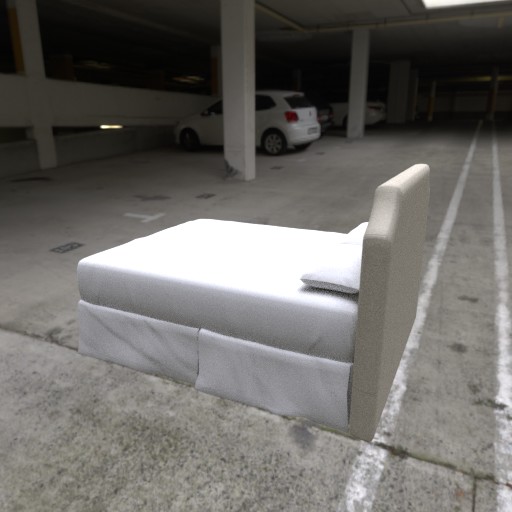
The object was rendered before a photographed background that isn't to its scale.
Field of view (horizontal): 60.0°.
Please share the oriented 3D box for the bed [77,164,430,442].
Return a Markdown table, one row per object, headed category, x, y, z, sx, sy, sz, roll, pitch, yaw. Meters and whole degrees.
| category | x | y | z | sx | sy | sz | roll | pitch | yaw |
| --- | --- | --- | --- | --- | --- | --- | --- | --- | --- |
| bed | 0.000 | 0.000 | 3.200 | 2.116 | 1.290 | 1.693 | 8 | 18 | 25 |
